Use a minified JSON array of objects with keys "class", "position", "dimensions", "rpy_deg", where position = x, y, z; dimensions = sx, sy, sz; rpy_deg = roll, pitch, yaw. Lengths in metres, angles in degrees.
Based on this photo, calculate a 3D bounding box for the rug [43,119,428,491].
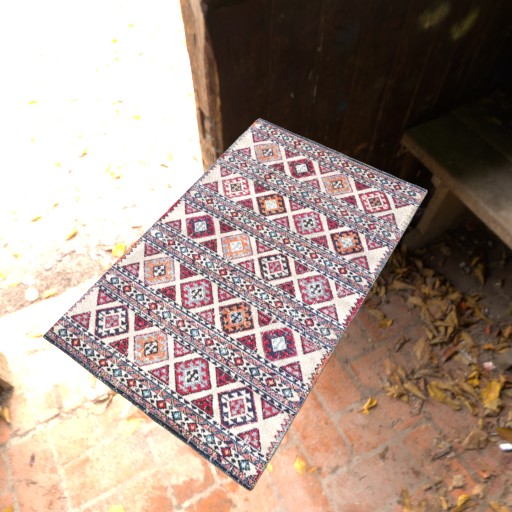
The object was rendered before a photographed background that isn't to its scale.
[{"class":"rug","position":[0.000,0.000,3.041],"dimensions":[1.545,0.010,2.440],"rpy_deg":[29,61,18]}]
